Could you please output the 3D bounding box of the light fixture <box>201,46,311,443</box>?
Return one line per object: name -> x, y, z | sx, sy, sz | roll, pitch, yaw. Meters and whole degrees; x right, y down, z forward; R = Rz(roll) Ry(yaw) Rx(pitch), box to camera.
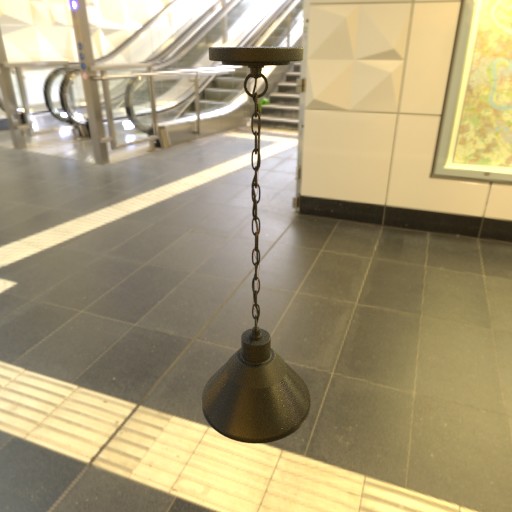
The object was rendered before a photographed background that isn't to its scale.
light fixture -> 0.000, 0.000, 0.691 | 0.201, 0.588, 0.201 | 1, 26, 1
